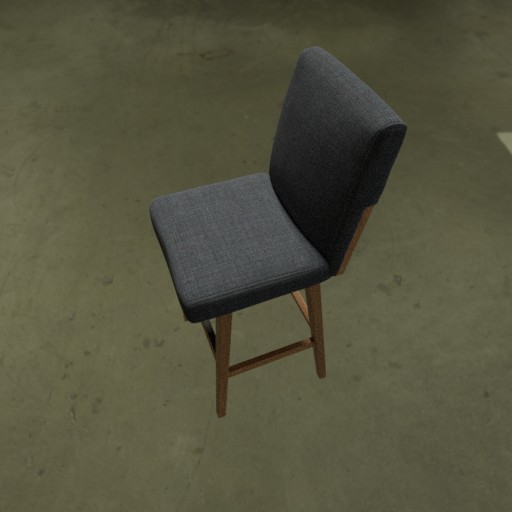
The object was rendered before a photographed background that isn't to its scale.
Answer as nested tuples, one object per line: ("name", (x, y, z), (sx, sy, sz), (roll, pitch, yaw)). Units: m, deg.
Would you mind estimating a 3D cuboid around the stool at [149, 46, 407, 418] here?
("stool", (0.000, 0.000, 1.429), (0.570, 1.112, 0.483), (-17, 51, -14))
